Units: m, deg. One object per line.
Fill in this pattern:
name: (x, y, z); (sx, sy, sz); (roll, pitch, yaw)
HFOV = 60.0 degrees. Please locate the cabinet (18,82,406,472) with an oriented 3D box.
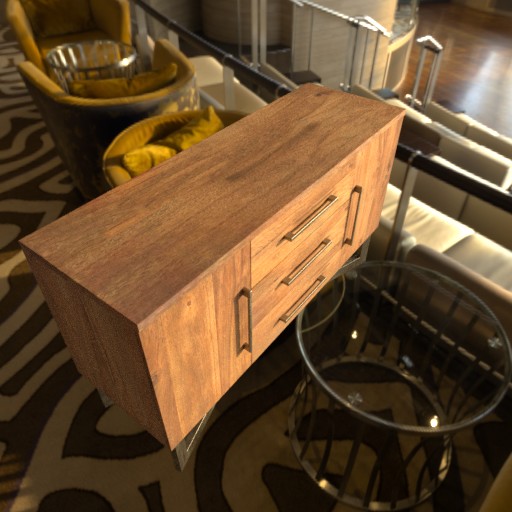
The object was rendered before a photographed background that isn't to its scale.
cabinet: (0.000, 0.000, 1.699); (0.480, 0.812, 1.373); (27, 48, 27)
